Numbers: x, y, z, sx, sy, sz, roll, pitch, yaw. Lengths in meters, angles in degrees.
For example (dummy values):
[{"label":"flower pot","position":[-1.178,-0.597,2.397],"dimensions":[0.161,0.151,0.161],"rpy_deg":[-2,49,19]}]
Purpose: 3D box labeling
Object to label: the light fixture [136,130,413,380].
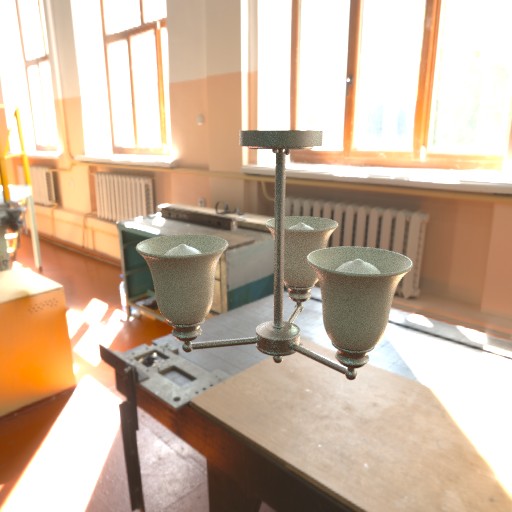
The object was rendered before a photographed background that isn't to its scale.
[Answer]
[{"label":"light fixture","position":[0.000,0.000,0.680],"dimensions":[0.354,0.370,0.388],"rpy_deg":[-3,15,-11]}]
